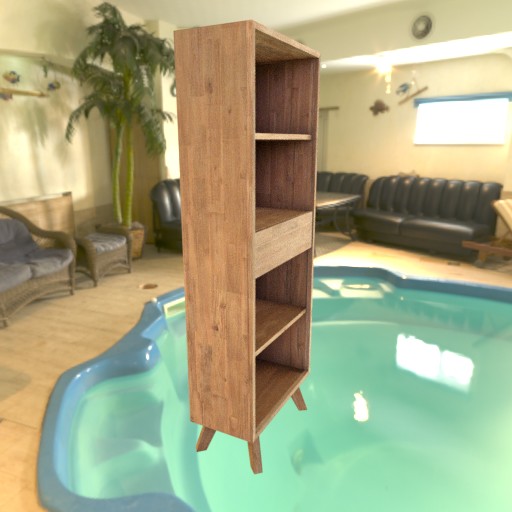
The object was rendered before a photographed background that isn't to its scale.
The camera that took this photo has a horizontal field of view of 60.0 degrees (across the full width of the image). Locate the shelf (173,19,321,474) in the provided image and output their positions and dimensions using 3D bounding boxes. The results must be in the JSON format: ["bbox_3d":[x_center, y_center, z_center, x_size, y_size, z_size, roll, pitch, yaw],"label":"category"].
[{"bbox_3d":[0.000,0.000,1.521,0.267,1.342,0.491,8,16,27],"label":"shelf"}]
